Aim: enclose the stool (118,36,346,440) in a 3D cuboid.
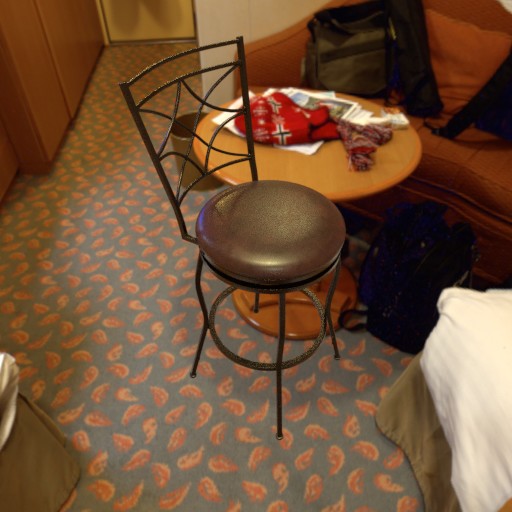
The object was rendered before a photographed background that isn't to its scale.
[{"bbox_3d":[0.000,0.000,1.390,0.534,1.117,0.434,27,49,26],"label":"stool"}]
